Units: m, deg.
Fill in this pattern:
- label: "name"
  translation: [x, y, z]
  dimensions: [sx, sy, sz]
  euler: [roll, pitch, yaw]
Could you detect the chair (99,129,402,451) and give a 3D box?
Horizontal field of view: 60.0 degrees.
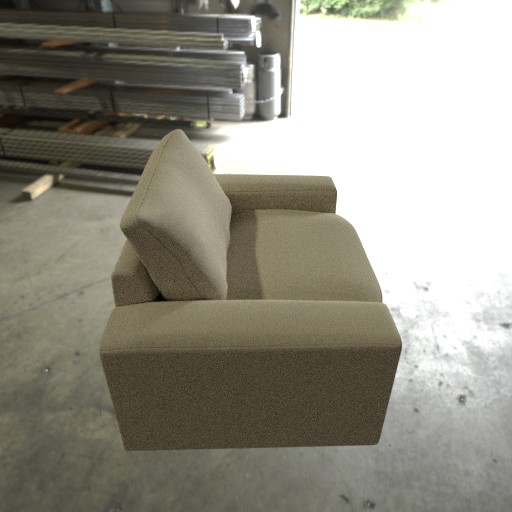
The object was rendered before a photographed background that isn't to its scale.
- label: "chair"
  translation: [0.000, 0.000, 2.046]
  dimensions: [1.039, 0.915, 1.398]
  euler: [-1, 33, -1]
